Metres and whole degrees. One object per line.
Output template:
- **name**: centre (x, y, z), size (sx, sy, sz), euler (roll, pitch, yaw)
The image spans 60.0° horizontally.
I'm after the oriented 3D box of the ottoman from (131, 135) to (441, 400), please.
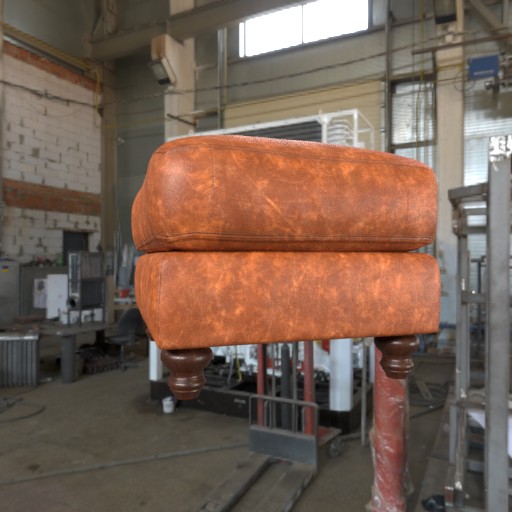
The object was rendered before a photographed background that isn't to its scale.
- **ottoman**: centre (0.000, 0.000, 1.255), size (0.657, 0.562, 0.832), euler (0, 0, -18)
